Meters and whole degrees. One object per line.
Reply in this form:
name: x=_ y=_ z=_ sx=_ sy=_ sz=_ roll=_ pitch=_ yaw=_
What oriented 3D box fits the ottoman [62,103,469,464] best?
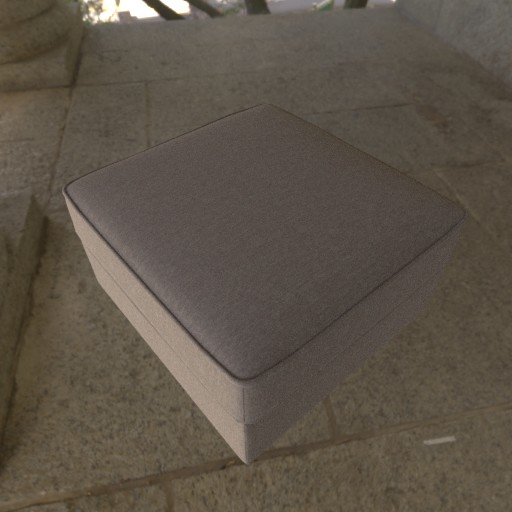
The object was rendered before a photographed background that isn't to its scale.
ottoman: x=0.000 y=0.000 z=1.367 sx=0.808 sy=0.612 sz=0.871 roll=-31 pitch=53 yaw=-27
